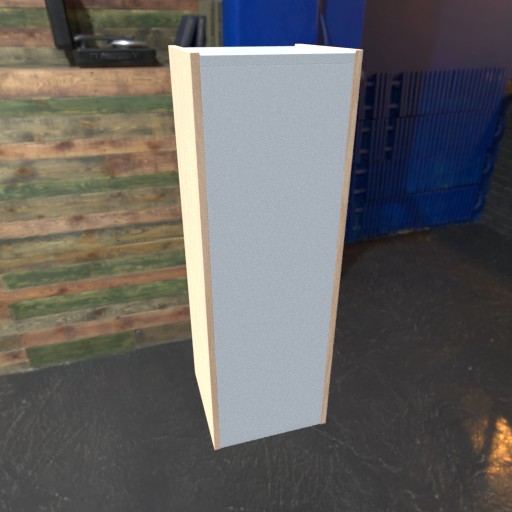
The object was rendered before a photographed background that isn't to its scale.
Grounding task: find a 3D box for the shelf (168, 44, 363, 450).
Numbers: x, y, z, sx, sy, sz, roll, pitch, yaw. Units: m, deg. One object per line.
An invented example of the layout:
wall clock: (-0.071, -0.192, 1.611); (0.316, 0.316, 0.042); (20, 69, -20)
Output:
shelf: (0.000, 0.000, 1.056); (0.300, 0.900, 0.290); (-8, 28, -15)
